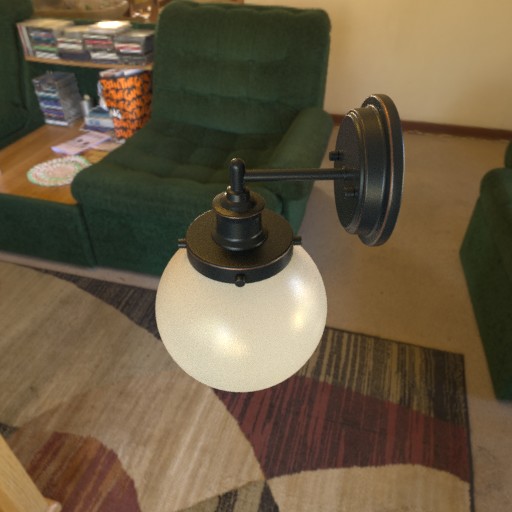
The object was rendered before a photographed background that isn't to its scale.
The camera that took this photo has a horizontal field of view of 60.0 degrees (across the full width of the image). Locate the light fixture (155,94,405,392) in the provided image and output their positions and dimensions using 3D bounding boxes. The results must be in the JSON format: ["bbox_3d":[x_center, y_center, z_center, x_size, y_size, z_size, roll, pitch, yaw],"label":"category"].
[{"bbox_3d":[0.000,0.000,0.473,0.230,0.332,0.197,-2,39,-2],"label":"light fixture"}]
